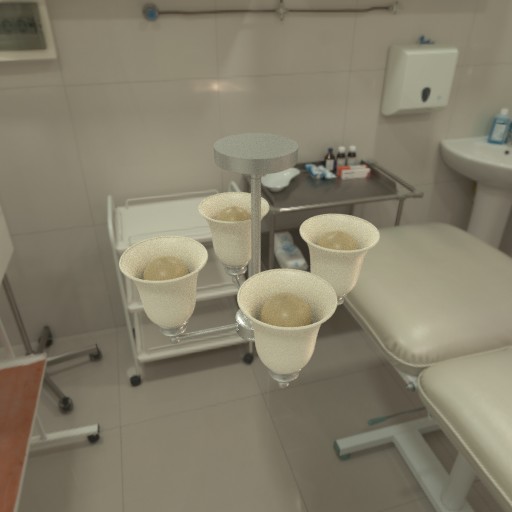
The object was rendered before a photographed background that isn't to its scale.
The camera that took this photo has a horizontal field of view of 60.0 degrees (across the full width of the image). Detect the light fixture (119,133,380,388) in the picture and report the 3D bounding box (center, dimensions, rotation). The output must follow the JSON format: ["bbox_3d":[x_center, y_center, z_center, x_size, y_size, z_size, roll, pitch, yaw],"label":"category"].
[{"bbox_3d":[0.000,0.000,0.726,0.427,0.370,0.427,-9,33,-14],"label":"light fixture"}]
